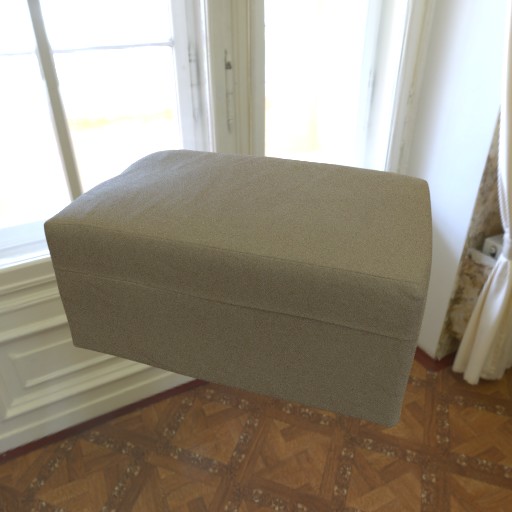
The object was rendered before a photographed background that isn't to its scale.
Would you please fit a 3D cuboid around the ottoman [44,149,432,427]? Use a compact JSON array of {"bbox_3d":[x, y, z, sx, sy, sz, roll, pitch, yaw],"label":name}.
[{"bbox_3d":[0.000,0.000,1.215,0.872,0.444,0.590,10,33,16],"label":"ottoman"}]
